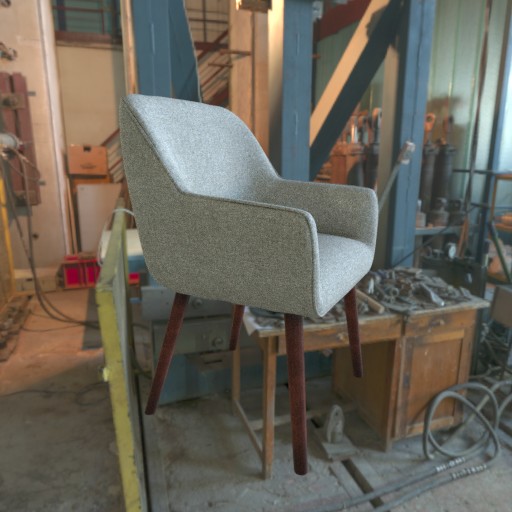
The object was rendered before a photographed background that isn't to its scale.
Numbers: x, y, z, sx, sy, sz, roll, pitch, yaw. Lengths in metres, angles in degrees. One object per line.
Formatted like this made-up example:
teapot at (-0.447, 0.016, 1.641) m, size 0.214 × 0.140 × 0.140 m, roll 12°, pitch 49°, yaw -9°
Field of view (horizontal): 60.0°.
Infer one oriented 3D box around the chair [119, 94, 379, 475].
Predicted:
chair at (0.000, 0.000, 1.170) m, size 0.519 × 0.803 × 0.543 m, roll 7°, pitch 15°, yaw 27°
